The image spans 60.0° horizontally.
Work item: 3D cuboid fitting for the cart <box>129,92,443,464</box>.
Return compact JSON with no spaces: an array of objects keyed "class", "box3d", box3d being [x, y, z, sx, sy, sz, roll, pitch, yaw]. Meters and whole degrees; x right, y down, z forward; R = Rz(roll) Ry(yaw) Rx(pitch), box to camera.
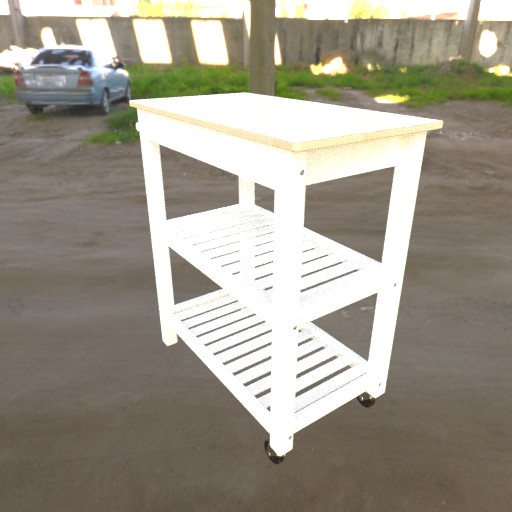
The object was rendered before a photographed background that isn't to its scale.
[{"class":"cart","box3d":[0.000,0.000,1.453,0.457,0.927,0.899,-17,30,-31]}]
